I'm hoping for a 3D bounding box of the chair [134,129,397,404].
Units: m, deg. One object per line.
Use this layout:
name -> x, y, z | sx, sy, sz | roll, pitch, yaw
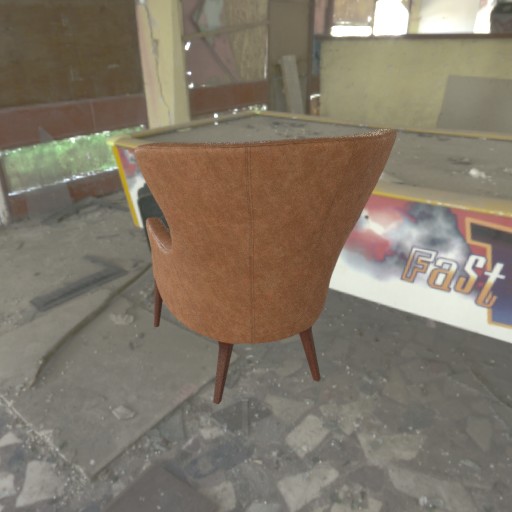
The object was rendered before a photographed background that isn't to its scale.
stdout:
chair -> 0.000, 0.000, 1.737 | 0.846, 1.067, 0.955 | -8, 27, -16
